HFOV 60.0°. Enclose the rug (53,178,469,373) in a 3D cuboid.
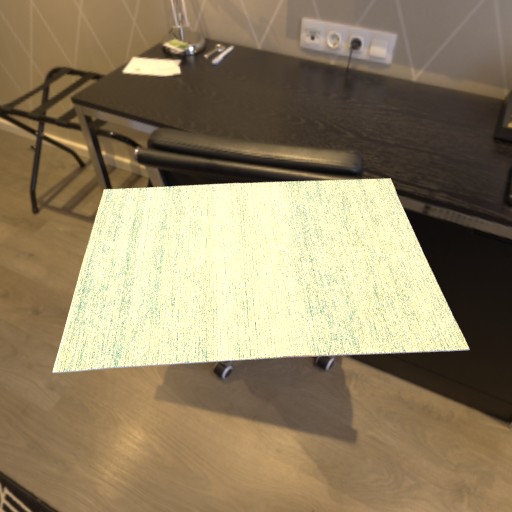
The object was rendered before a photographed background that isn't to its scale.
[{"bbox_3d":[0.000,0.000,2.980,2.305,0.029,1.593,-3,47,-2],"label":"rug"}]
